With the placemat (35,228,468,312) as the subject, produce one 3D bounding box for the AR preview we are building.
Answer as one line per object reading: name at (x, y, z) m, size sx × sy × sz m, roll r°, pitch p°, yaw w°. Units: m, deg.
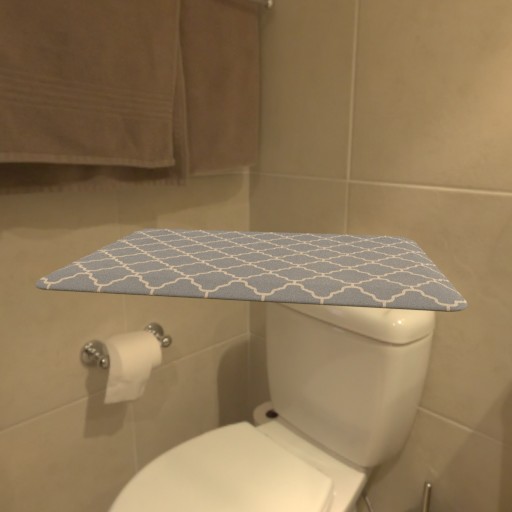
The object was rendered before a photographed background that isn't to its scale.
placemat at (0.000, 0.000, 0.983) m, size 0.762 × 0.021 × 0.508 m, roll 2°, pitch 15°, yaw 8°
